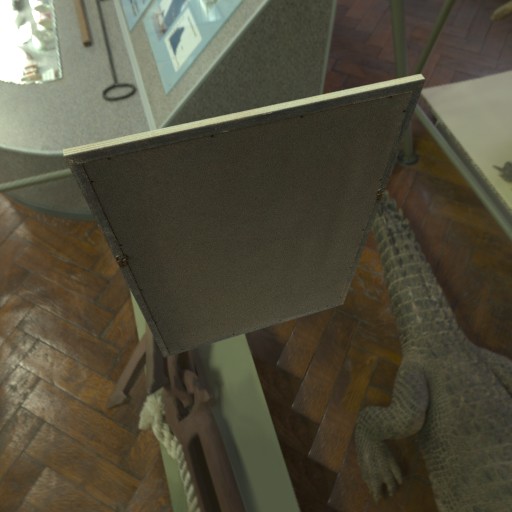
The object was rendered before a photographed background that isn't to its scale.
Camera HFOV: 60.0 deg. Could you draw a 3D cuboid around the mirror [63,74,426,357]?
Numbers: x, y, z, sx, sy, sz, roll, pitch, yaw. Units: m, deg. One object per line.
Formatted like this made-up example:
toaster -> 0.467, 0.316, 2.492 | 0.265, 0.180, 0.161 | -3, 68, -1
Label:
mirror -> 0.000, 0.000, 1.248 | 0.705, 0.996, 0.025 | -15, 58, -9
